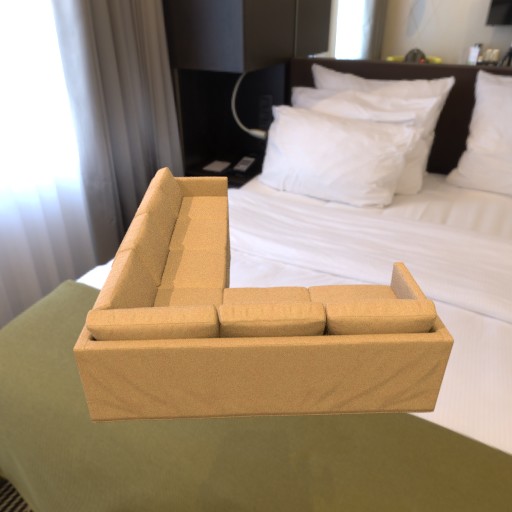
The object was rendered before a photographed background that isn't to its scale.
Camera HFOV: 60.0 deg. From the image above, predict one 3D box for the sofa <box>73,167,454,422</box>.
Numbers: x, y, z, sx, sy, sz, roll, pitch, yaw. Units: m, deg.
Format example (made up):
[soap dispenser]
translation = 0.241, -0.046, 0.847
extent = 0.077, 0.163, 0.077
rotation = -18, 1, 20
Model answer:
[sofa]
translation = 0.000, 0.000, 4.280
extent = 2.432, 0.871, 3.182
rotation = -1, 29, -2
